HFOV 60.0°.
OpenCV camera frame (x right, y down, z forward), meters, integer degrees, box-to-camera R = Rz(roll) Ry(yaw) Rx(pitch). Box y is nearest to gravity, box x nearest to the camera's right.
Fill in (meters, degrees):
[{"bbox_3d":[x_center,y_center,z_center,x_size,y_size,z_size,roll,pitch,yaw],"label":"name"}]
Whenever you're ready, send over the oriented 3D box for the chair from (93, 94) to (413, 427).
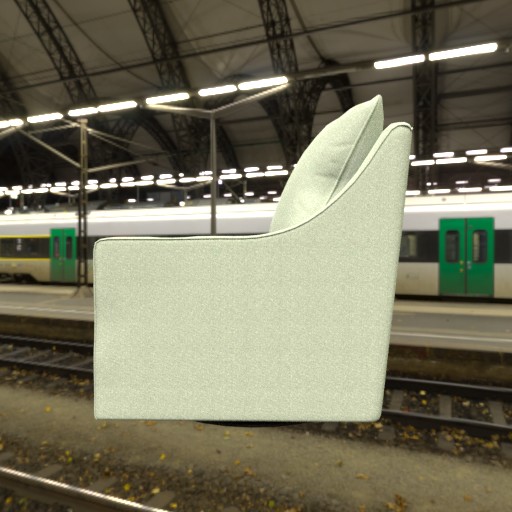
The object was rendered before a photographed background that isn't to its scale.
[{"bbox_3d":[0.000,0.000,1.550,0.870,0.926,0.760,0,1,1],"label":"chair"}]
